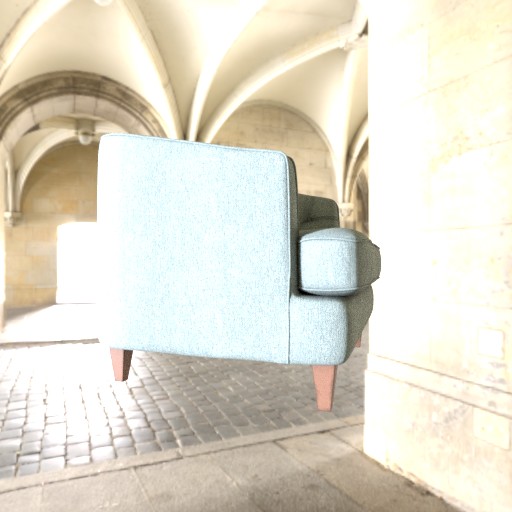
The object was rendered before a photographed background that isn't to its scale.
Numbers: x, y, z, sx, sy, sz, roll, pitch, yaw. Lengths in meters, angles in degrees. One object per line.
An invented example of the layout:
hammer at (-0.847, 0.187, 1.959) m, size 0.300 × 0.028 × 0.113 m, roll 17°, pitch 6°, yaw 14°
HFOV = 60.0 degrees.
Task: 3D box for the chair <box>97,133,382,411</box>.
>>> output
chair at (0.000, 0.000, 1.772) m, size 0.945 × 0.852 × 1.094 m, roll 0°, pitch -1°, yaw 18°
